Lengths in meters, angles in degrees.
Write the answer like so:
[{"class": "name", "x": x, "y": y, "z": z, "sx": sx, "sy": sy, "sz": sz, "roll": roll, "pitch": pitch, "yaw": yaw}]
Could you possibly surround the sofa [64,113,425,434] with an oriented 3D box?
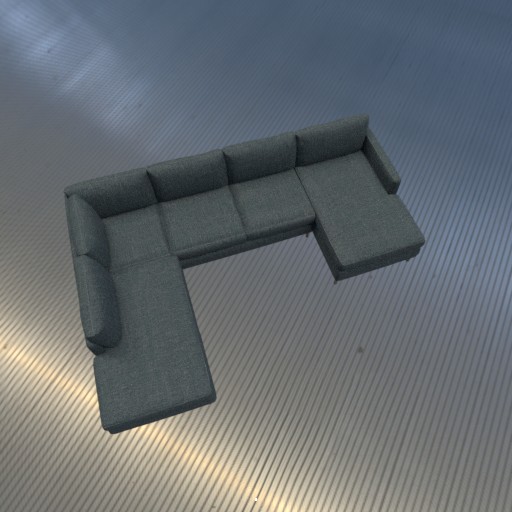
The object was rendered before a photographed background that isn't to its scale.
[{"class": "sofa", "x": 0.000, "y": 0.000, "z": 3.524, "sx": 2.737, "sy": 0.753, "sz": 1.879, "roll": -16, "pitch": 62, "yaw": -9}]
